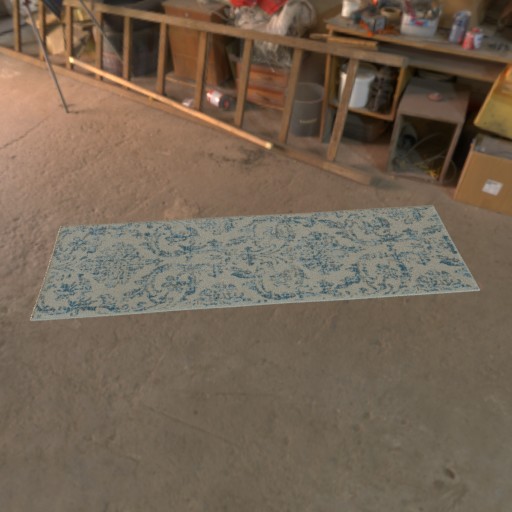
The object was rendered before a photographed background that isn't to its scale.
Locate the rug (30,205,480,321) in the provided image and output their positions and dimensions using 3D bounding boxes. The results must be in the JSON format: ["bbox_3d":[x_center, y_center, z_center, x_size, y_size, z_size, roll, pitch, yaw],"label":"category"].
[{"bbox_3d":[0.000,0.000,2.379,2.196,0.011,0.662,-4,47,-3],"label":"rug"}]
